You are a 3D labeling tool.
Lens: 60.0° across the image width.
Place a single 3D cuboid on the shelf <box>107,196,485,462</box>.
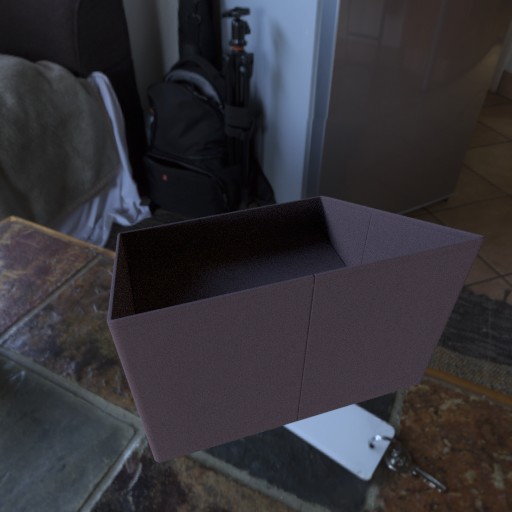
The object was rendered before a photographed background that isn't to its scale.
[{"bbox_3d":[0.000,0.000,0.489,0.292,0.210,0.292,-12,43,-13],"label":"shelf"}]
